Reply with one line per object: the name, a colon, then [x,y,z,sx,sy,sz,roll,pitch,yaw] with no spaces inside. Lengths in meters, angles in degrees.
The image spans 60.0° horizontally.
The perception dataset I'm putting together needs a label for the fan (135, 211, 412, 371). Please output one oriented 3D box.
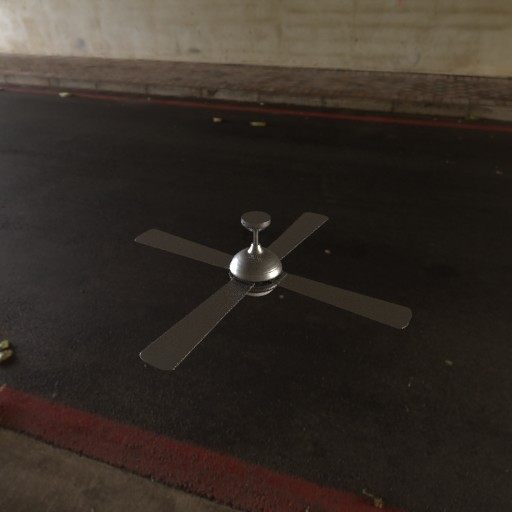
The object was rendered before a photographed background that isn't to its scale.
fan: [0.000,0.000,1.975,1.321,0.381,1.321,-22,37,-32]
